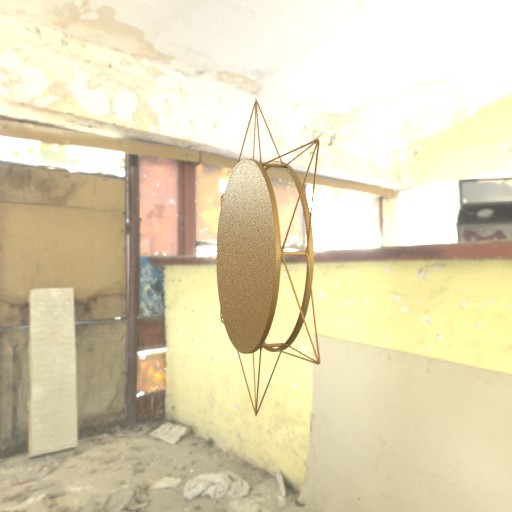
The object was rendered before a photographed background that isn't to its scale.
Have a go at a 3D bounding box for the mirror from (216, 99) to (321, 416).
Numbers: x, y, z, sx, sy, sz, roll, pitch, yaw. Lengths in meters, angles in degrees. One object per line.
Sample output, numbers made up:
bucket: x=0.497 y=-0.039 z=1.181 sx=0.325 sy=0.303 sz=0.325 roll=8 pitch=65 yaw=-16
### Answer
mirror: x=0.000 y=0.000 z=0.811 sx=0.062 sy=0.581 sz=0.498 roll=1 pitch=-2 yaw=-19
